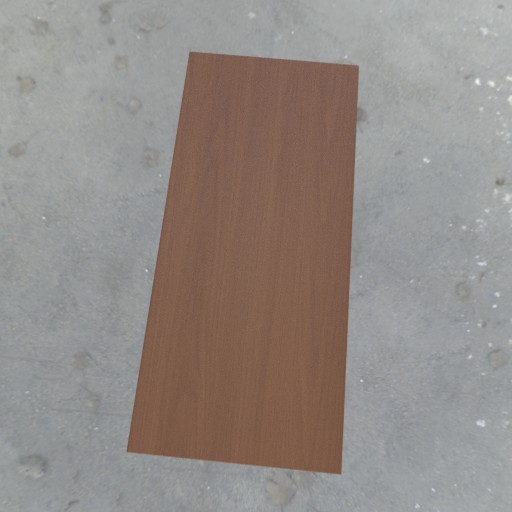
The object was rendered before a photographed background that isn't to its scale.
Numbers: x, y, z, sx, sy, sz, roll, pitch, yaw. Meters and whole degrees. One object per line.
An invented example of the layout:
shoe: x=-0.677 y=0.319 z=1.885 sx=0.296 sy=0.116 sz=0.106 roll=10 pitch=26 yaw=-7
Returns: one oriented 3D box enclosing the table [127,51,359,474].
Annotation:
table: x=0.000 y=0.000 z=1.354 sx=0.500 sy=0.400 sz=1.100 roll=5 pitch=75 yaw=1
